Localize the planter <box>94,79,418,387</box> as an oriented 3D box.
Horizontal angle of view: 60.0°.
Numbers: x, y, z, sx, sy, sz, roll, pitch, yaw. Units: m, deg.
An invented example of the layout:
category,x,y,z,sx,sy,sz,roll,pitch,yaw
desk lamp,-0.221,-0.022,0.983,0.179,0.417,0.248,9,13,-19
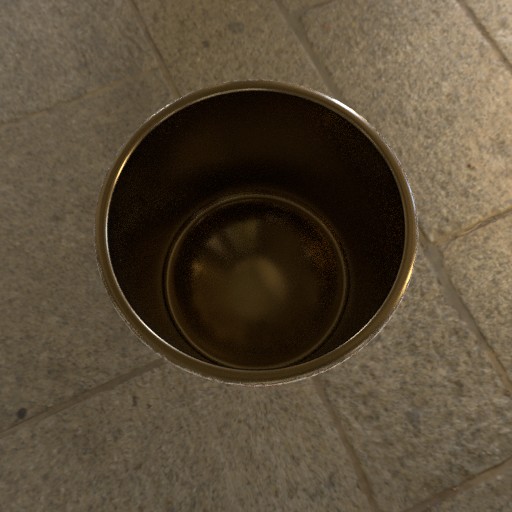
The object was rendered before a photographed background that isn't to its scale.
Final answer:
category,x,y,z,sx,sy,sz,roll,pitch,yaw
planter,0.000,0.000,0.445,0.254,0.221,0.254,0,74,0
